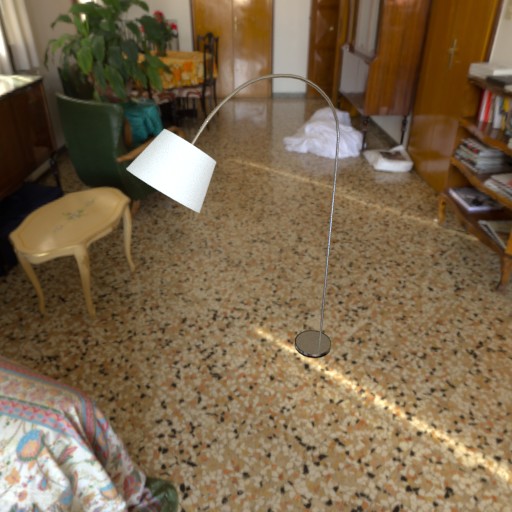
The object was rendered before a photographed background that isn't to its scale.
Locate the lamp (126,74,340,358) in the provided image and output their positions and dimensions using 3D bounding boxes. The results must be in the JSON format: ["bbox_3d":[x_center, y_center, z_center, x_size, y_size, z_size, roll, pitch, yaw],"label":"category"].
[{"bbox_3d":[0.000,0.000,2.759,1.445,2.098,0.406,-21,37,-32],"label":"lamp"}]
